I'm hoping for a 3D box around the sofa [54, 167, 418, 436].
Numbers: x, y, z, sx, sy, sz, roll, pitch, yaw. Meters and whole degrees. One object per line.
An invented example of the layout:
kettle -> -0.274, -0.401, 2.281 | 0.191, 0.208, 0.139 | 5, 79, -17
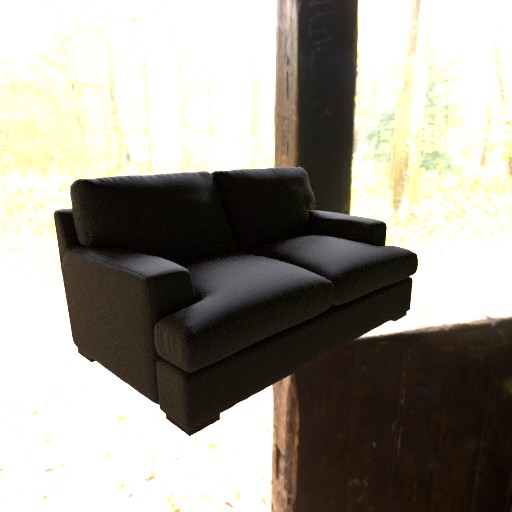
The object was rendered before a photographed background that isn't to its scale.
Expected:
sofa -> 0.000, 0.000, 2.557 | 1.880, 0.940, 1.143 | -14, 20, -43
